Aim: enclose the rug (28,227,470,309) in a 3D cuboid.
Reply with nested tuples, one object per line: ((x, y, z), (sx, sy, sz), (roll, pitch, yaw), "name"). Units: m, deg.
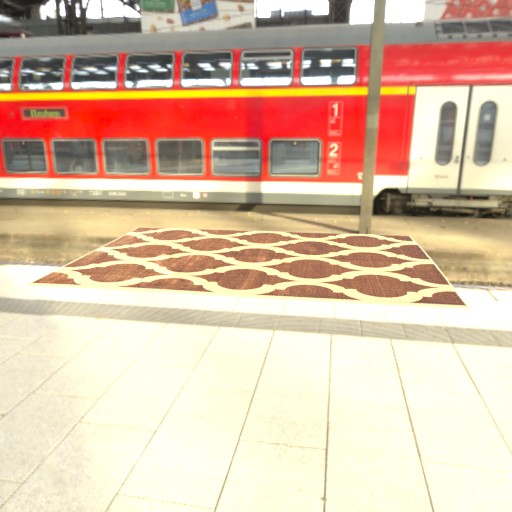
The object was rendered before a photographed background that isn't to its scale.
((0.000, 0.000, 2.973), (2.290, 0.014, 1.526), (2, 16, 8), "rug")
